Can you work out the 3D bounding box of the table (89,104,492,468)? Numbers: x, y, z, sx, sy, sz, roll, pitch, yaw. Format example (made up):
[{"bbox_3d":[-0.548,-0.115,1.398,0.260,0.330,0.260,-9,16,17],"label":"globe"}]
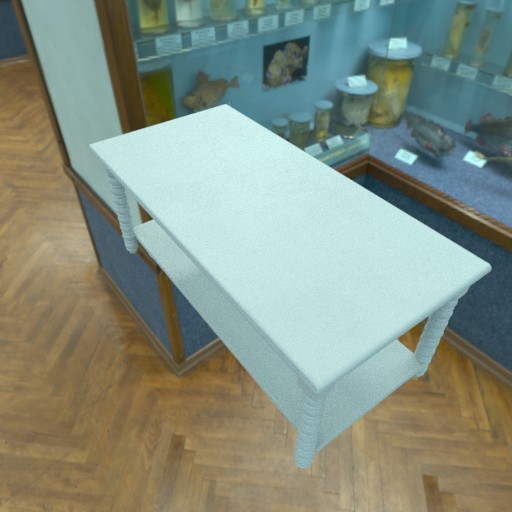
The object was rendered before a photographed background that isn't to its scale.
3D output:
[{"bbox_3d":[0.000,0.000,1.460,0.580,0.487,1.171,-26,48,-26],"label":"table"}]
